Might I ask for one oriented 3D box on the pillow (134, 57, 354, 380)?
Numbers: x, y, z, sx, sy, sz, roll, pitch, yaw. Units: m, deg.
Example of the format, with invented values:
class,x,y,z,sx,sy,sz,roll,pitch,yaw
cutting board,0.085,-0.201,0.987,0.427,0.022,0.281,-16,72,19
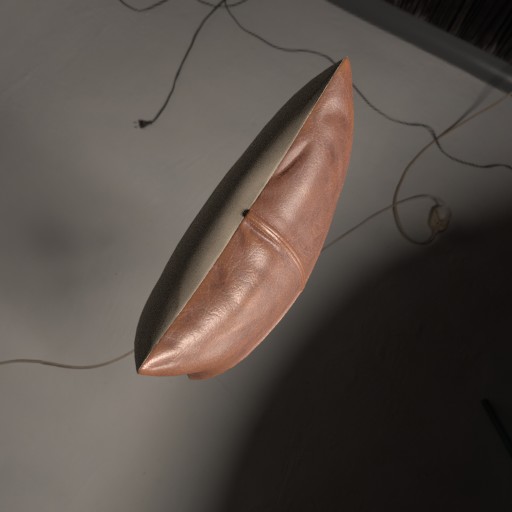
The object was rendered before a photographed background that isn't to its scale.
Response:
class,x,y,z,sx,sy,sz,roll,pitch,yaw
pillow,0.000,0.000,0.743,0.192,0.470,0.484,31,77,8
